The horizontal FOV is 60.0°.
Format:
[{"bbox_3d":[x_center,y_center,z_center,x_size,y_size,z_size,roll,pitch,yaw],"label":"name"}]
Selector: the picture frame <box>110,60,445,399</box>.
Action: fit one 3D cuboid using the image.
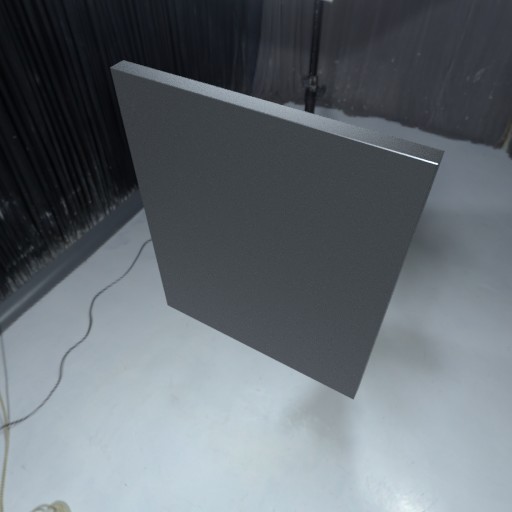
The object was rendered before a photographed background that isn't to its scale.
[{"bbox_3d":[0.000,0.000,0.758,0.460,0.556,0.028,23,51,20],"label":"picture frame"}]
